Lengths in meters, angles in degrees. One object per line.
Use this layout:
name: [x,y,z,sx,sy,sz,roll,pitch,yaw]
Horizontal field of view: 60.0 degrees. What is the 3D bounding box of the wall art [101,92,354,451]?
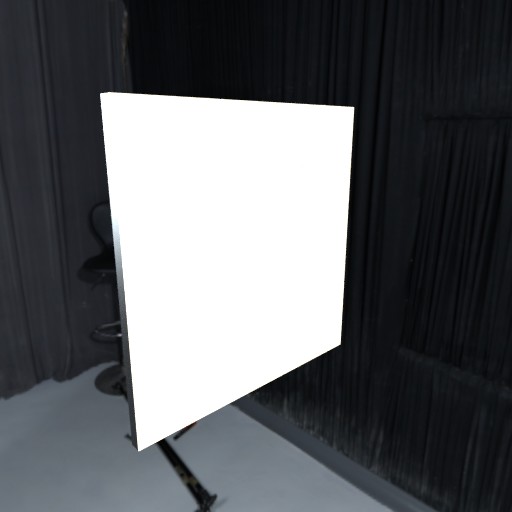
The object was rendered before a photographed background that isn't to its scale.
wall art: [0.000,0.000,1.179,0.773,0.775,0.031,-14,21,-41]
